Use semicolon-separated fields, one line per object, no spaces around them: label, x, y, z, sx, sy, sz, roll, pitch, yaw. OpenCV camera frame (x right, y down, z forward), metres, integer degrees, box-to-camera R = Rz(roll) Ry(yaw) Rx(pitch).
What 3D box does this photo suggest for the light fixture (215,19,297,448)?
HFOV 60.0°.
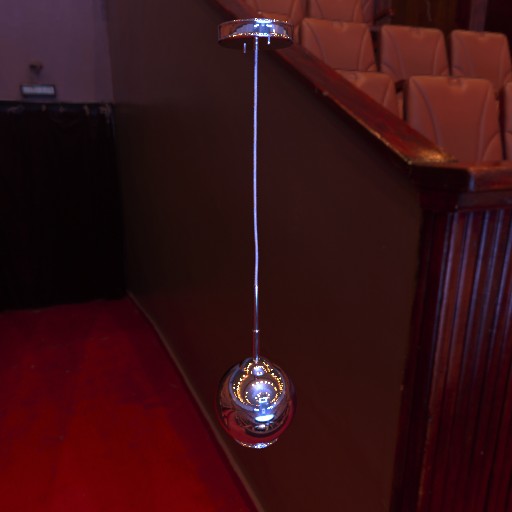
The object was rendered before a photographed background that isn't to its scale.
light fixture;0.000;0.000;1.649;0.336;1.538;0.336;-8;18;-25
